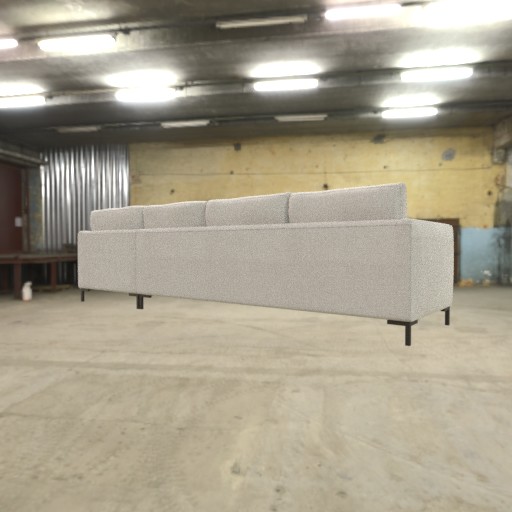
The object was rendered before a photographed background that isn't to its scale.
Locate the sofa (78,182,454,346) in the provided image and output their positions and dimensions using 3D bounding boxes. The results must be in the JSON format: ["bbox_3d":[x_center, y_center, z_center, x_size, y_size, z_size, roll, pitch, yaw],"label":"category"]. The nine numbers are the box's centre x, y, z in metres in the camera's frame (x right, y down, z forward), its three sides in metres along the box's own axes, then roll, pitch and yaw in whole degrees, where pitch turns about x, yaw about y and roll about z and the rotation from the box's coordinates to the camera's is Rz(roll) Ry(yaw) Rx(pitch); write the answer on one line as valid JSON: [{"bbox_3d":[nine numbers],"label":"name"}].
[{"bbox_3d":[0.000,0.000,2.921,2.445,0.677,1.126,1,2,37],"label":"sofa"}]
